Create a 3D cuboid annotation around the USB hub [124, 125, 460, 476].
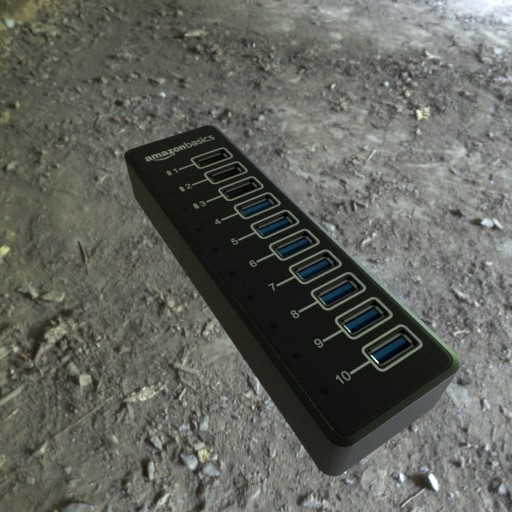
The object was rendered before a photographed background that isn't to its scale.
[{"bbox_3d":[0.000,0.000,0.161,0.044,0.023,0.145,-25,52,-21],"label":"USB hub"}]
